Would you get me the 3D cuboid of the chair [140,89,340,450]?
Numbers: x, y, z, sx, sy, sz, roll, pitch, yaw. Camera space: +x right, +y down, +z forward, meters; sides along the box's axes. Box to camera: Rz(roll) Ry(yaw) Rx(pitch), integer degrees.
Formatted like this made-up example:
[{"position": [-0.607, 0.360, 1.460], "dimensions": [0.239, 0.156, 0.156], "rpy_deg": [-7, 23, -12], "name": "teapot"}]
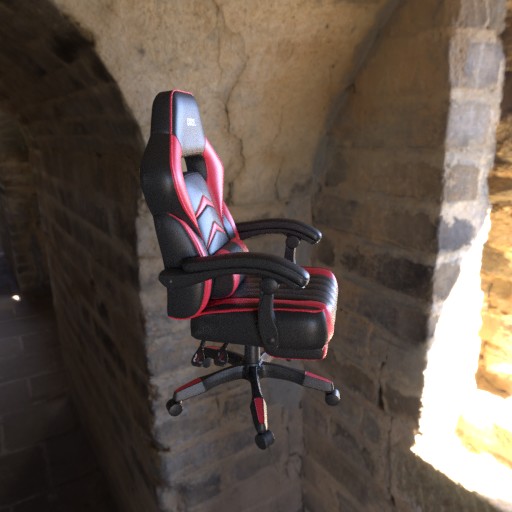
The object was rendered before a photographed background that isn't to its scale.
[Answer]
[{"position": [0.000, 0.000, 1.731], "dimensions": [0.700, 1.220, 0.700], "rpy_deg": [3, 16, 11], "name": "chair"}]
